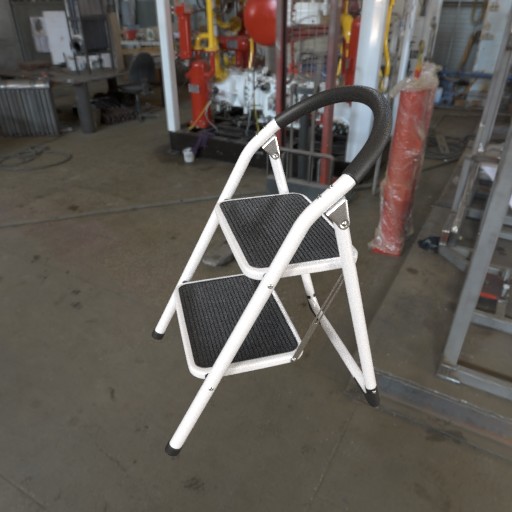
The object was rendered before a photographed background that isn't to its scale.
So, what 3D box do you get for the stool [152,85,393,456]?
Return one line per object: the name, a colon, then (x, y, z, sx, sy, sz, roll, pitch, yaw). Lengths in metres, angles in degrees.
stool: (0.000, 0.000, 1.086, 0.559, 0.760, 0.453, -8, 32, -13)
